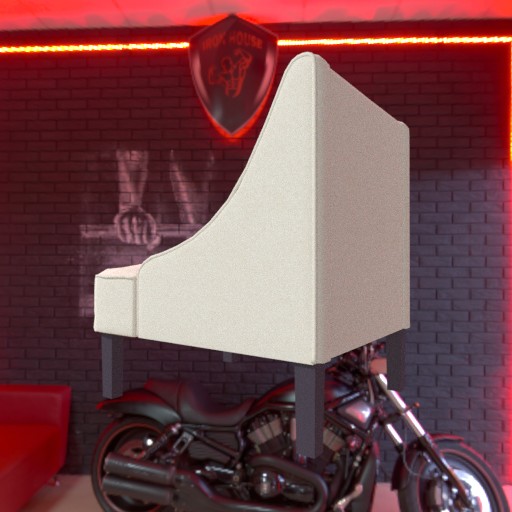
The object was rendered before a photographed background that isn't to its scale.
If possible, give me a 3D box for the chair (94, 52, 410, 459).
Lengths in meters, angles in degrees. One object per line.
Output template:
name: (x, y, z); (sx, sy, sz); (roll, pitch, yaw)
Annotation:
chair: (0.000, 0.000, 1.444); (0.806, 0.886, 0.689); (0, 0, 36)
